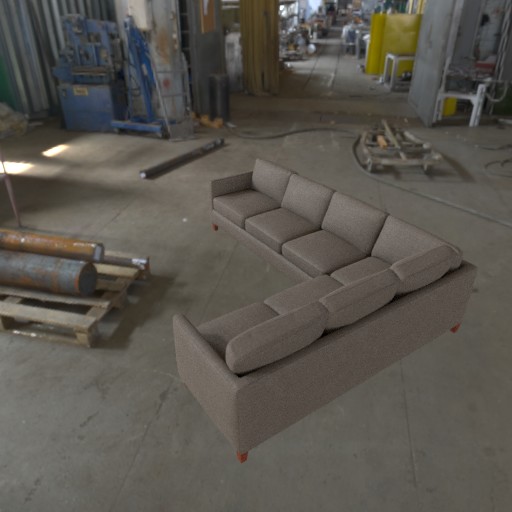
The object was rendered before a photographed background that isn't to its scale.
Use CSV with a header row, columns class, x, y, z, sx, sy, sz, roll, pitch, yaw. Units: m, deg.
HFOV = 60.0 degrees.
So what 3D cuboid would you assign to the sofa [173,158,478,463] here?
class,x,y,z,sx,sy,sz,roll,pitch,yaw
sofa,0.000,0.000,4.573,2.593,0.947,3.302,-19,35,-29
